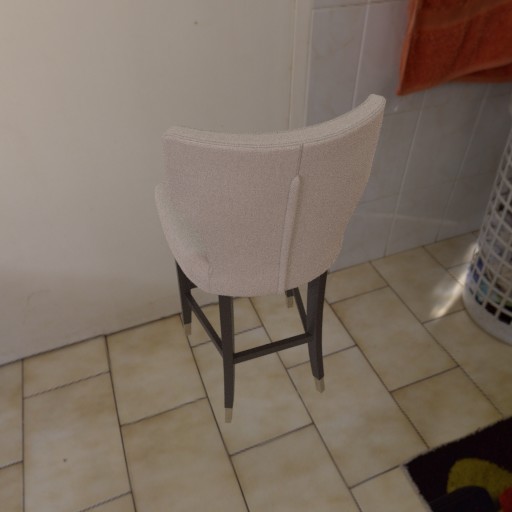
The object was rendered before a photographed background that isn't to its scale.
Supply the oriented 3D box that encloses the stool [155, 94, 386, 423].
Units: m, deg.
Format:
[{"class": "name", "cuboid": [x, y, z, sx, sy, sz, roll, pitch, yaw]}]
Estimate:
[{"class": "stool", "cuboid": [0.000, 0.000, 1.407, 0.526, 1.092, 0.563, -13, 44, -14]}]
